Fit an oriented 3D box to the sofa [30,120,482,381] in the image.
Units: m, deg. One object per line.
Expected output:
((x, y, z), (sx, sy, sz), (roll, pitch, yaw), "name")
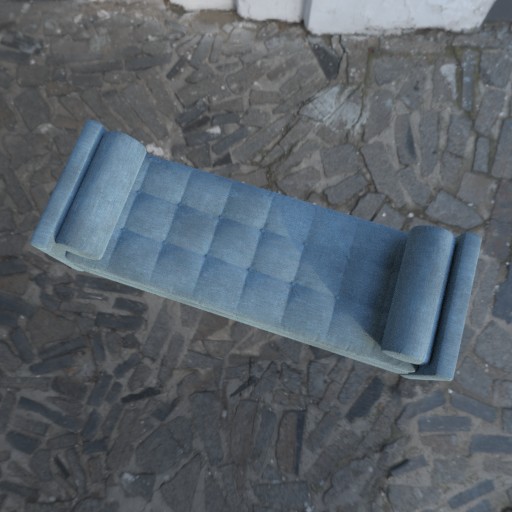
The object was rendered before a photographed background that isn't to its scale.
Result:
((0.000, 0.000, 2.324), (1.981, 0.635, 0.686), (17, 76, 4), "sofa")
